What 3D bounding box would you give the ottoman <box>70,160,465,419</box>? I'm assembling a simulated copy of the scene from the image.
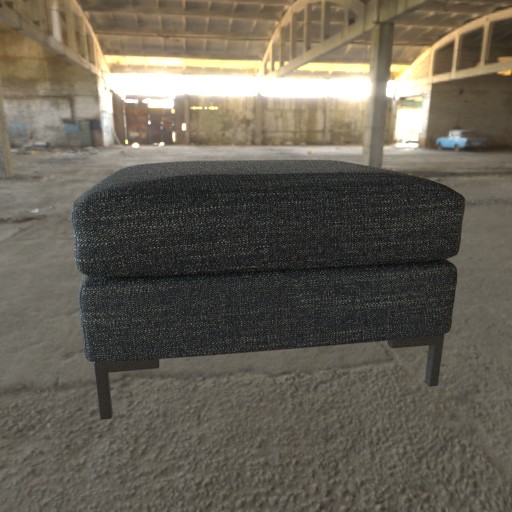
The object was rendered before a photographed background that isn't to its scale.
[{"bbox_3d":[0.000,0.000,1.207,0.814,0.491,0.667,-3,16,-9],"label":"ottoman"}]
